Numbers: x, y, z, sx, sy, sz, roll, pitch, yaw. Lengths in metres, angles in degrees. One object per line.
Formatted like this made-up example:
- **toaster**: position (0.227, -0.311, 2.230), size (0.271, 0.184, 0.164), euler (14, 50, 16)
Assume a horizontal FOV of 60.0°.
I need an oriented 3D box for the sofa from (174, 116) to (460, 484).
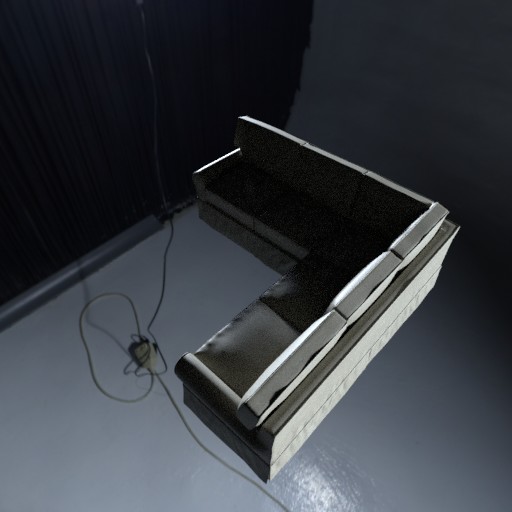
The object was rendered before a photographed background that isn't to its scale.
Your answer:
- **sofa**: position (0.000, 0.000, 4.139), size (2.618, 1.081, 2.623), euler (34, 55, 28)
